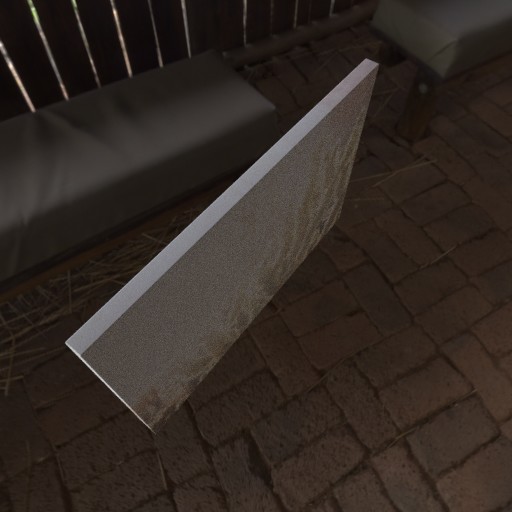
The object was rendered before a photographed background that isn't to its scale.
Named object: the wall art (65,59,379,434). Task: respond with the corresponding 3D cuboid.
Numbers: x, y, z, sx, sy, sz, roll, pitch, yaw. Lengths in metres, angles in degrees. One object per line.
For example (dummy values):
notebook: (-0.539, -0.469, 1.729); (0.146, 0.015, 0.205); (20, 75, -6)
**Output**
wall art: (0.000, 0.000, 1.128); (0.040, 0.608, 0.916); (33, 63, 19)
